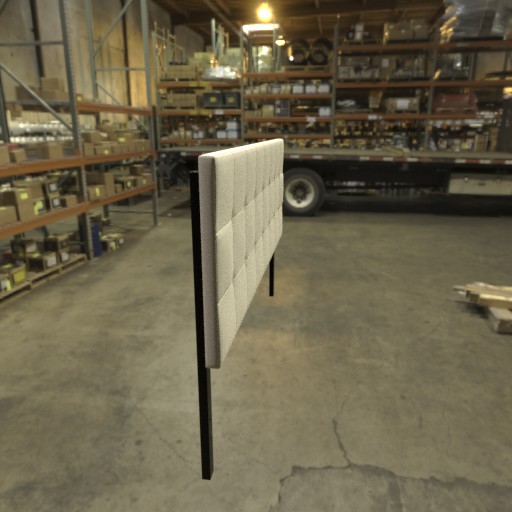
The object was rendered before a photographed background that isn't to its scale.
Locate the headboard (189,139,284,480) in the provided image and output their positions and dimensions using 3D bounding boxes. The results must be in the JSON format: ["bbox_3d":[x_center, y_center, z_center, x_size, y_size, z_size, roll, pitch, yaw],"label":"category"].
[{"bbox_3d":[0.000,0.000,2.856,0.120,1.410,2.362,3,16,9],"label":"headboard"}]
